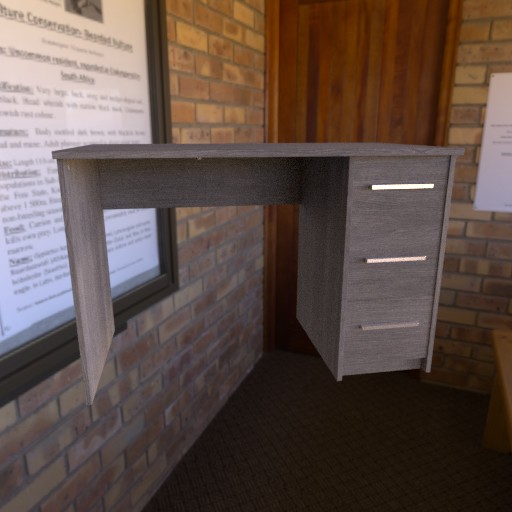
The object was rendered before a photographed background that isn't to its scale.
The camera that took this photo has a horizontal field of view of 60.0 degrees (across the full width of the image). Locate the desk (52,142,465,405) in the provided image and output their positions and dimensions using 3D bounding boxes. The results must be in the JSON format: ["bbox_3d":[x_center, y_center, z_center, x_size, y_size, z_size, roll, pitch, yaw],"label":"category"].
[{"bbox_3d":[0.000,0.000,1.524,1.097,0.735,0.560,-3,16,-9],"label":"desk"}]
